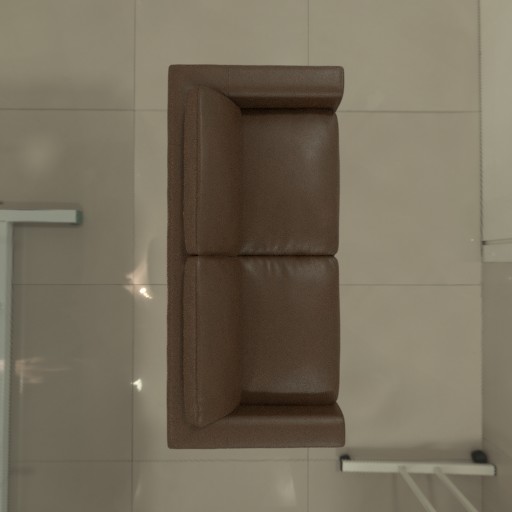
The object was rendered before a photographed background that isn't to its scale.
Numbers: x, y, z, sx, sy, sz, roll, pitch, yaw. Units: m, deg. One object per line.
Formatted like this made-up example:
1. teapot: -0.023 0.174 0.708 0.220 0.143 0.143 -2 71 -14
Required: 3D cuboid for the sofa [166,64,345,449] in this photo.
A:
1. sofa: 0.000 0.000 2.758 1.070 0.801 2.262 0 89 -1
